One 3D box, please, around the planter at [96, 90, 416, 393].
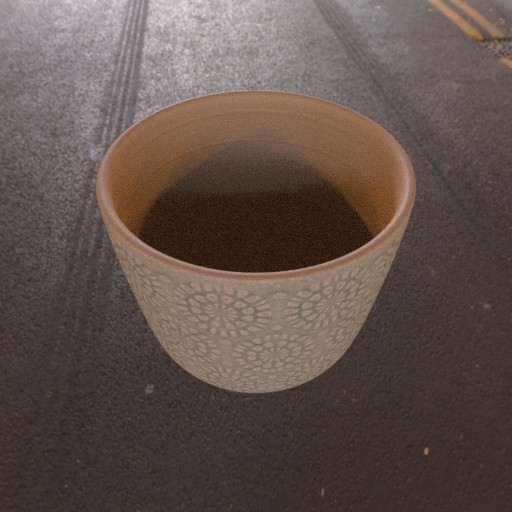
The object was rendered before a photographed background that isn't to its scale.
[{"bbox_3d":[0.000,0.000,0.215,0.124,0.109,0.124,0,46,0],"label":"planter"}]
